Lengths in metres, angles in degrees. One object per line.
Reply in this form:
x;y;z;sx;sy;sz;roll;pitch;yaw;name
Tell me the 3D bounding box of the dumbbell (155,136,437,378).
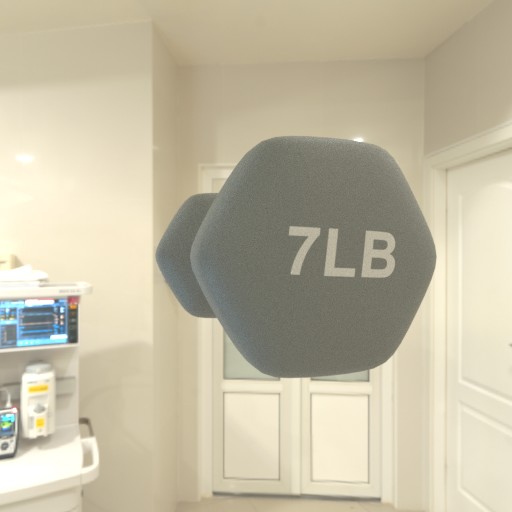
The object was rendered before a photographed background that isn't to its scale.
0.000;0.000;0.225;0.090;0.081;0.184;0;0;-17;dumbbell
